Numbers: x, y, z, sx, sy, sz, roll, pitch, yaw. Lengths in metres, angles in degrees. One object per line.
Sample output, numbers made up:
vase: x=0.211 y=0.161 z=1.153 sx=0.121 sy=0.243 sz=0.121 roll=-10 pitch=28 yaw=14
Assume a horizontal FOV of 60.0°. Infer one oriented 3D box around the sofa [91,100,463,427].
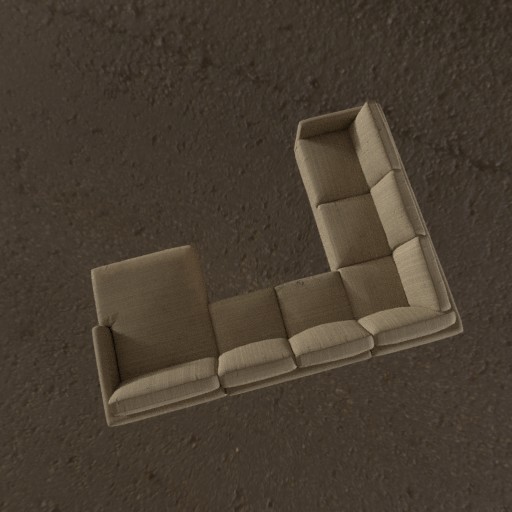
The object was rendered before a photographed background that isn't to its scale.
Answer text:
sofa: x=0.000 y=0.000 z=4.647 sx=3.460 sy=0.961 sz=2.594 roll=-14 pitch=76 yaw=-4
